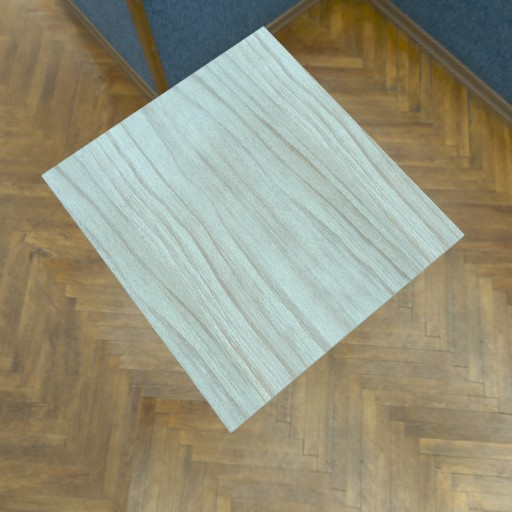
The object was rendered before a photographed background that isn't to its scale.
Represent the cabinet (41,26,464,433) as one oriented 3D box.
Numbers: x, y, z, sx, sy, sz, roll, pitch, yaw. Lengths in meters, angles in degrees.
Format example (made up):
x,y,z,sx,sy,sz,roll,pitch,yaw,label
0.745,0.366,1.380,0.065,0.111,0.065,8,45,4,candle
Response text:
x,y,z,sx,sy,sz,roll,pitch,yaw,label
0.000,0.000,0.857,0.401,0.579,0.409,-38,78,-9,cabinet
